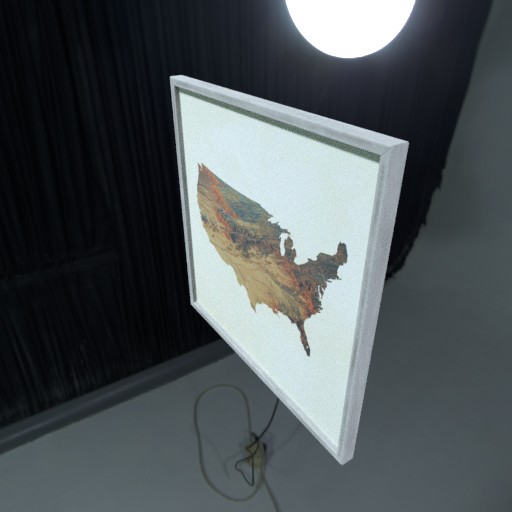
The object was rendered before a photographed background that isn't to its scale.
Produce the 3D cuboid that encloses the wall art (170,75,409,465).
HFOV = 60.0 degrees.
[{"bbox_3d":[0.000,0.000,0.447,0.015,0.303,0.303,-19,36,-29],"label":"wall art"}]
